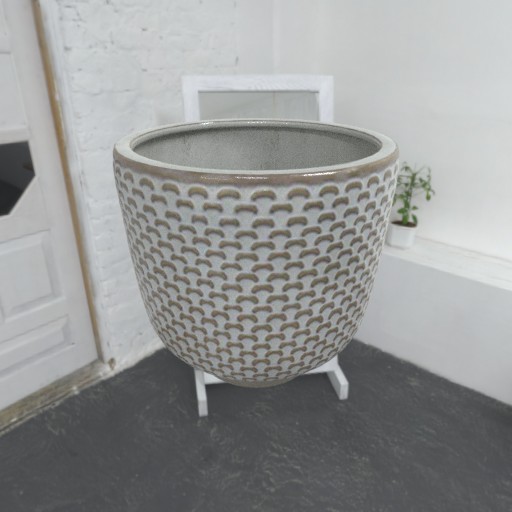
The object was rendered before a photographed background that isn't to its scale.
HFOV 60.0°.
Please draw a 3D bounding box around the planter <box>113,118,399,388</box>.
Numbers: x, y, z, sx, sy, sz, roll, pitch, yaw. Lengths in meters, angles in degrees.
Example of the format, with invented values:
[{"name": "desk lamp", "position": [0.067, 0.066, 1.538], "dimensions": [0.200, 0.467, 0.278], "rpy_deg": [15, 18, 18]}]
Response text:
[{"name": "planter", "position": [0.000, 0.000, 0.248], "dimensions": [0.139, 0.130, 0.139], "rpy_deg": [0, 25, 0]}]
